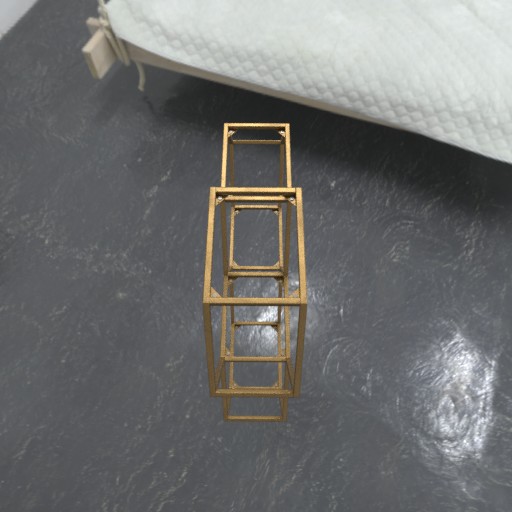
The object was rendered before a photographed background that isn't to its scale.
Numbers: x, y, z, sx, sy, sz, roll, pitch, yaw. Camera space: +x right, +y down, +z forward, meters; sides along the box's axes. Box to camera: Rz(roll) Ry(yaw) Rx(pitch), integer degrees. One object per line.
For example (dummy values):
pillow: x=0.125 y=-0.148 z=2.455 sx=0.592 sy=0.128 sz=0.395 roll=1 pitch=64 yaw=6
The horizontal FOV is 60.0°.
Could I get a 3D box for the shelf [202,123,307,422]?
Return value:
shelf: x=0.000 y=0.000 z=1.060 sx=0.150 sy=0.701 sz=0.708 roll=0 pitch=63 yaw=0
